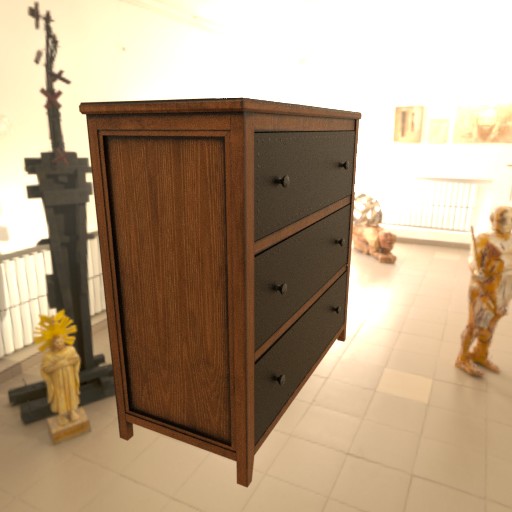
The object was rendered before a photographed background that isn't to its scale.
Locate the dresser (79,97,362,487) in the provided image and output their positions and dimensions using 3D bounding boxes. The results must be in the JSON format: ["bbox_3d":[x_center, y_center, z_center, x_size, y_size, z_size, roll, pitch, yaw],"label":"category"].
[{"bbox_3d":[0.000,0.000,1.935,0.591,1.224,1.250,8,18,25],"label":"dresser"}]
